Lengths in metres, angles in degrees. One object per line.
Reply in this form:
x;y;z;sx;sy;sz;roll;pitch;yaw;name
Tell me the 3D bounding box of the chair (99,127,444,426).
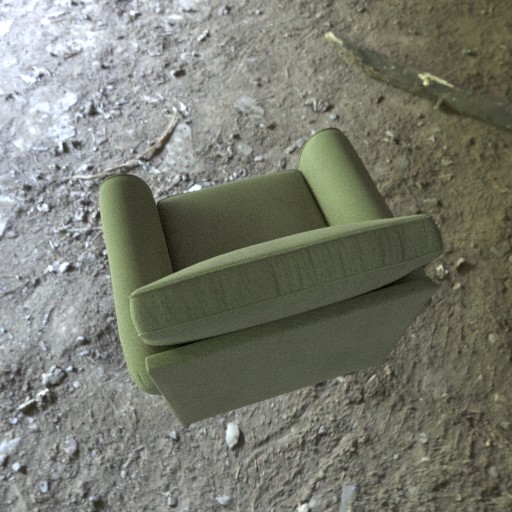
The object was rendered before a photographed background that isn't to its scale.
0.000;0.000;1.848;1.147;1.044;0.939;-15;59;-9;chair
